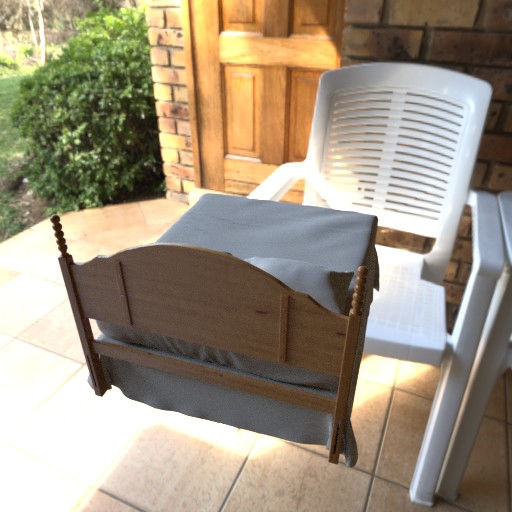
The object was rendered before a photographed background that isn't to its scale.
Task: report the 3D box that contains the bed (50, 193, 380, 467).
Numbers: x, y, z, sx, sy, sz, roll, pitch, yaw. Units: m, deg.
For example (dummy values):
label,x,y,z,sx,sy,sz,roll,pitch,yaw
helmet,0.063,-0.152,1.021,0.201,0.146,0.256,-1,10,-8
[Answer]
label,x,y,z,sx,sy,sz,roll,pitch,yaw
bed,0.000,0.000,3.267,1.873,1.356,2.040,10,33,15
